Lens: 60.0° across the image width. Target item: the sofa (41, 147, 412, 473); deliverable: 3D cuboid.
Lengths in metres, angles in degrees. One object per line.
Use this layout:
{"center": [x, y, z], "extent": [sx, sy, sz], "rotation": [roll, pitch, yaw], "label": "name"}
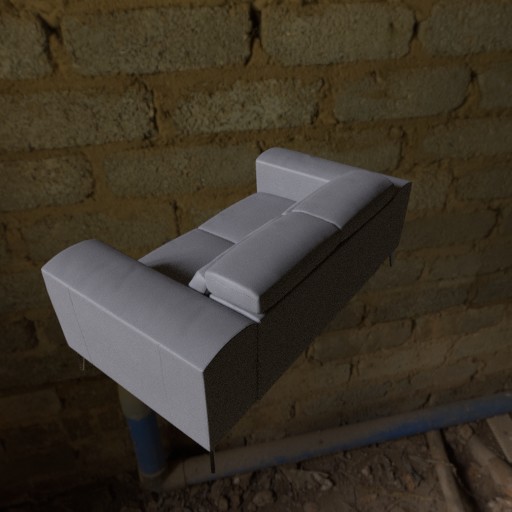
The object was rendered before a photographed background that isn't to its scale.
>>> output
{"center": [0.000, 0.000, 2.452], "extent": [1.003, 0.779, 1.895], "rotation": [23, 40, 30], "label": "sofa"}
